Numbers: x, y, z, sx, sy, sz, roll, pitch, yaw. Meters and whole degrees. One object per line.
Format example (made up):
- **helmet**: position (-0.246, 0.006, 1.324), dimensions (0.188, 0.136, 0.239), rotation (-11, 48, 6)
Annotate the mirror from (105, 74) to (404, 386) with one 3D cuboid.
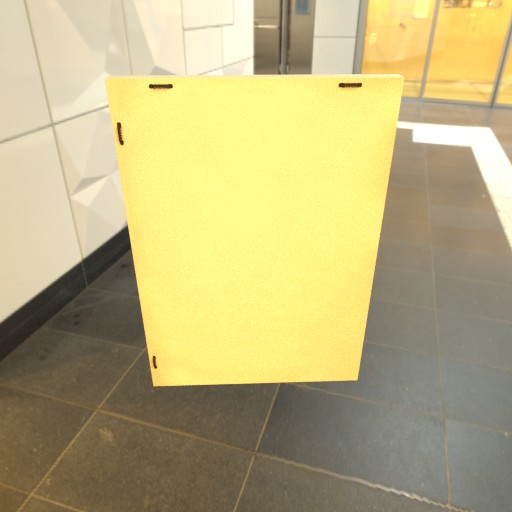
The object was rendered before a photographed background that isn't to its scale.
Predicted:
- **mirror**: position (0.000, 0.000, 0.937), dimensions (0.507, 0.710, 0.040), rotation (-1, 30, -2)
